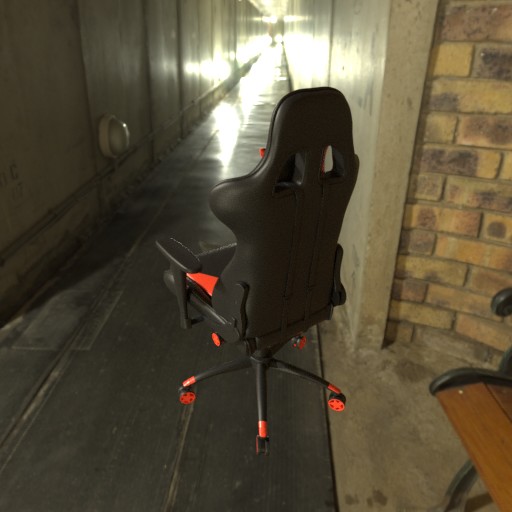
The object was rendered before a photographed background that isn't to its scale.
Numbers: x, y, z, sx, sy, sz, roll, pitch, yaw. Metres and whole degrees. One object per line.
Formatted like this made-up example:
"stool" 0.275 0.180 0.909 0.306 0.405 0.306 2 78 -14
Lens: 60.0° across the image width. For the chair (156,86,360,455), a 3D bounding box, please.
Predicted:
"chair" 0.000 0.000 1.710 0.695 1.282 0.730 -18 33 -30
